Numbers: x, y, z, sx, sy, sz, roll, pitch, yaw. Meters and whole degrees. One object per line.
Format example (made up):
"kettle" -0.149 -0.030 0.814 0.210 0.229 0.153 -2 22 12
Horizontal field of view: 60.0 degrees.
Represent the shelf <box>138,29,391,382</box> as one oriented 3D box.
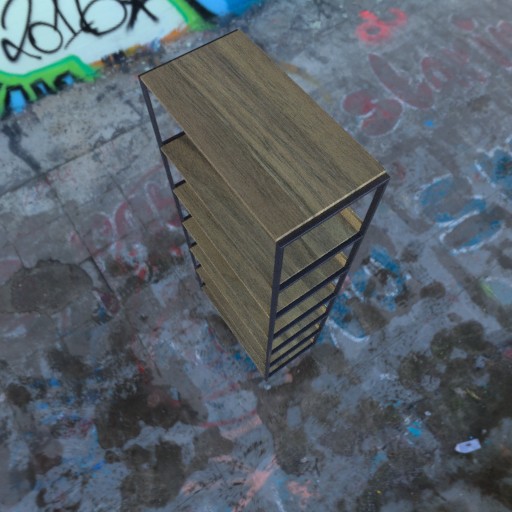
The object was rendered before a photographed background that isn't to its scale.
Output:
"shelf" 0.000 0.000 2.364 0.431 2.015 0.847 -32 68 -15
